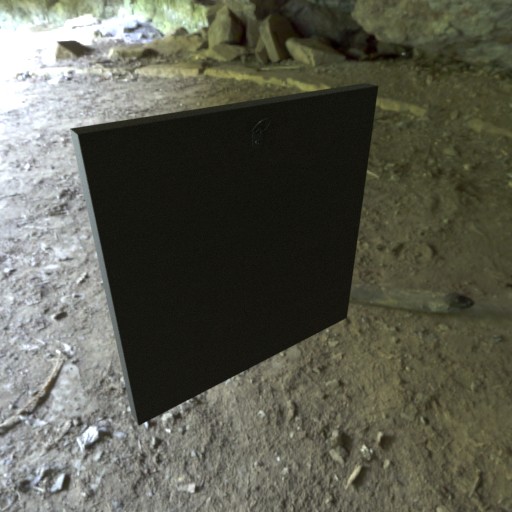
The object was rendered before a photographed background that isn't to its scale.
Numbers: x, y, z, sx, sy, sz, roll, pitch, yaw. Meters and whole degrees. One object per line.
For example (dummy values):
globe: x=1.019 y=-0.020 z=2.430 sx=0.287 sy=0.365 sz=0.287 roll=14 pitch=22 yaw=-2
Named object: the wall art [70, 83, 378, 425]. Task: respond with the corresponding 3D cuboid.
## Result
wall art: x=0.000 y=0.000 z=0.528 sx=0.349 sy=0.349 sz=0.038 roll=-20 pitch=37 yaw=-30
